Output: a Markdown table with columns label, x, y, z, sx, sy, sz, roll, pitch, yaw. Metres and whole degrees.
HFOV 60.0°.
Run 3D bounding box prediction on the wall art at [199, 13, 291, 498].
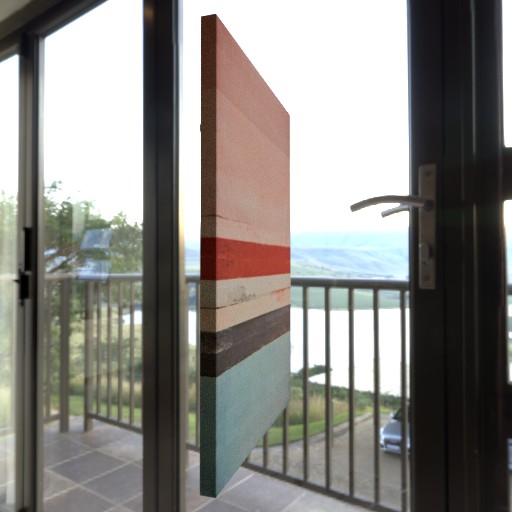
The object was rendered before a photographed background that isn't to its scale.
| label | x | y | z | sx | sy | sz | roll | pitch | yaw |
| --- | --- | --- | --- | --- | --- | --- | --- | --- | --- |
| wall art | 0.000 | 0.000 | 1.132 | 0.038 | 0.914 | 0.610 | 0 | -1 | 18 |
